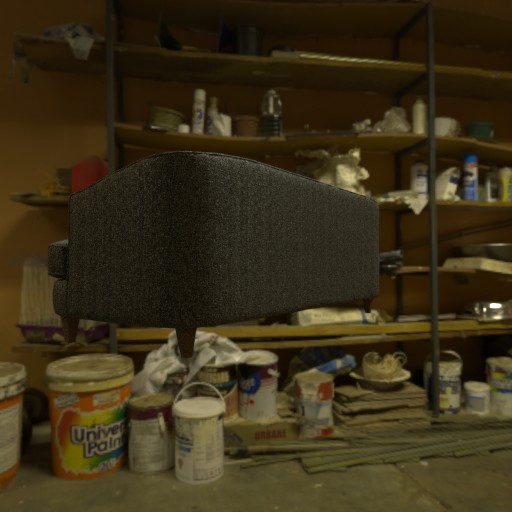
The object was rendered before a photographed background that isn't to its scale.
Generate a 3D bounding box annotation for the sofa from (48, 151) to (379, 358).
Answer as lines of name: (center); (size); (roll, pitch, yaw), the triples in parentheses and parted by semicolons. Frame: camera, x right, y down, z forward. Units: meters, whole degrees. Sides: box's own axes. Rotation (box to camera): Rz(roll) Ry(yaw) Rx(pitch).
sofa: (0.000, 0.000, 2.805); (0.941, 0.855, 2.278); (-1, -1, 36)
